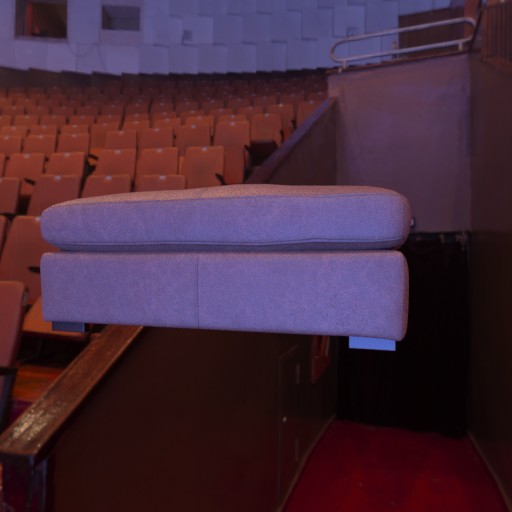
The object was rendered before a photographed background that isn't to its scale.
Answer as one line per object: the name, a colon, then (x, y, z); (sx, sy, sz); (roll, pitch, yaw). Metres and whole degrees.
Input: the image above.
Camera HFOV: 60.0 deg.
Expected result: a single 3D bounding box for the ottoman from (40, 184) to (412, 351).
ottoman: (0.000, 0.000, 1.813); (1.168, 0.490, 1.168); (0, 0, 17)
